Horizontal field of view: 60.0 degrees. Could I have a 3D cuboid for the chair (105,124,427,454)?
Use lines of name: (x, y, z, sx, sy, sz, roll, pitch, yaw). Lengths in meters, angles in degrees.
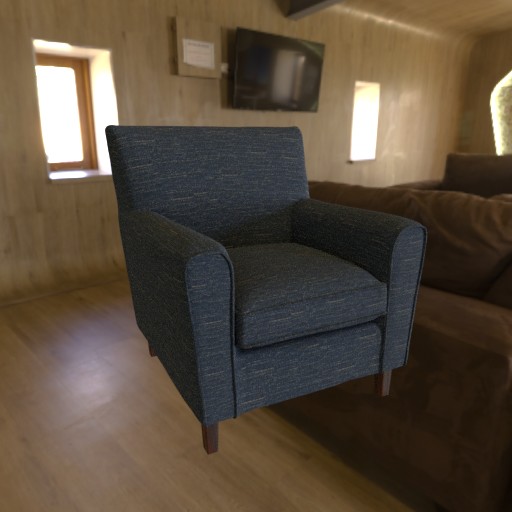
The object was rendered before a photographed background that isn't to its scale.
chair: (0.000, 0.000, 1.622, 0.864, 0.928, 0.873, -8, 17, -26)
